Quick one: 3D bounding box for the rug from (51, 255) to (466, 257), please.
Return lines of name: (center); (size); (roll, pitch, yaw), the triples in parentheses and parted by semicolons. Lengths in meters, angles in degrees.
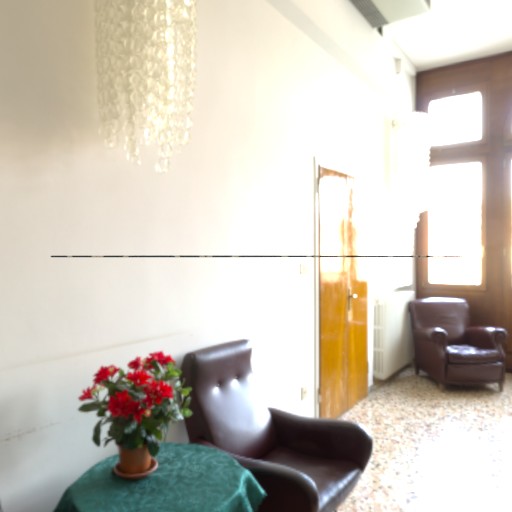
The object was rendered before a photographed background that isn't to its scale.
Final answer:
rug: (0.000, 0.000, 4.263); (2.438, 0.010, 3.353); (0, 0, -1)
